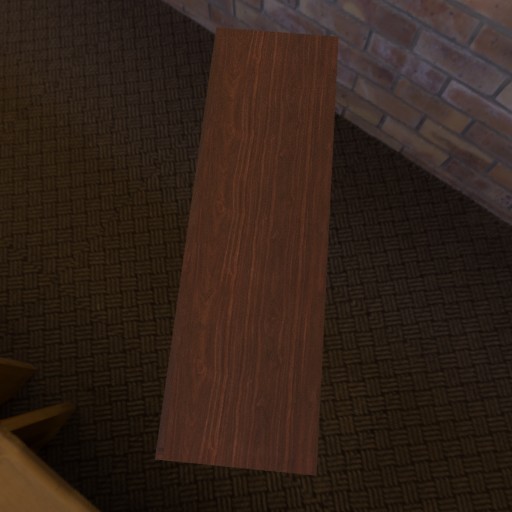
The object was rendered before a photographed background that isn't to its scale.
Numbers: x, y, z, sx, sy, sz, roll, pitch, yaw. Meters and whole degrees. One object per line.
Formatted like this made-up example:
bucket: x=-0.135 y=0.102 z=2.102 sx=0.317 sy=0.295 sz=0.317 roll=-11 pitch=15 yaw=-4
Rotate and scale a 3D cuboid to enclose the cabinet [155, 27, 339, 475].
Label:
cabinet: x=0.000 y=0.000 z=1.983 sx=0.505 sy=0.940 sz=1.575 roll=5 pitch=74 yaw=1
